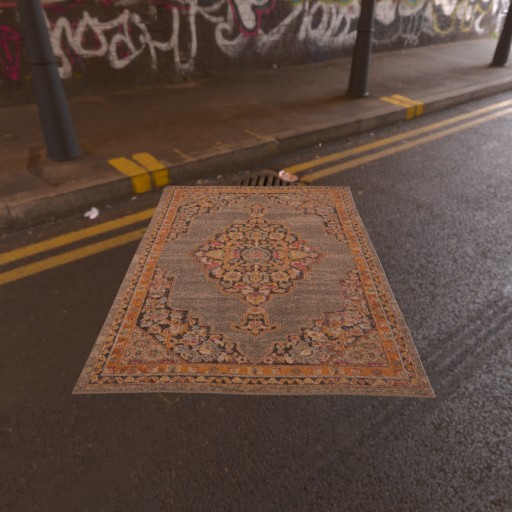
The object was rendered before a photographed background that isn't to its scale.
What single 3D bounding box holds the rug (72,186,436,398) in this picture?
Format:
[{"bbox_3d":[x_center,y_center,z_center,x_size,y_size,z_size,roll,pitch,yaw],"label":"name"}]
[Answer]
[{"bbox_3d":[0.000,0.000,3.696,2.043,0.026,2.901,0,32,1],"label":"rug"}]
